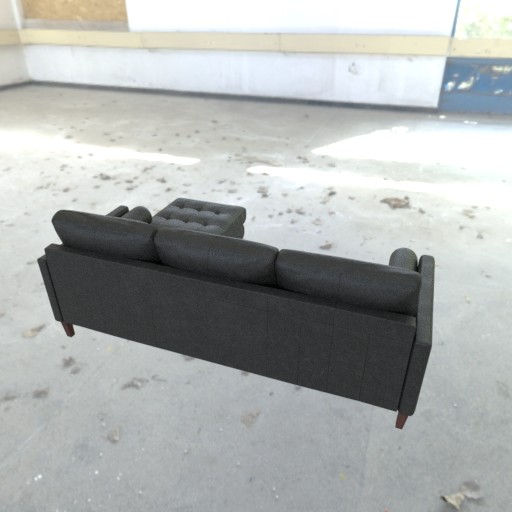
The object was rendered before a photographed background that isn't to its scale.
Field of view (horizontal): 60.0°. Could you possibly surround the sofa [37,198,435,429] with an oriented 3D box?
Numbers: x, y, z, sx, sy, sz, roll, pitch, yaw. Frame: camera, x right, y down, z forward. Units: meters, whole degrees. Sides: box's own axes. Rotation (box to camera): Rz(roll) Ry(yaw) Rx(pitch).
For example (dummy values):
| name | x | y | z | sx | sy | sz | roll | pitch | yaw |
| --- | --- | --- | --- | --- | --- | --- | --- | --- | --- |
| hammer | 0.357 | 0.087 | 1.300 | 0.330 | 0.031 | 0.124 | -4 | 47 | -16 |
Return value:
| name | x | y | z | sx | sy | sz | roll | pitch | yaw |
| --- | --- | --- | --- | --- | --- | --- | --- | --- | --- |
| sofa | 0.000 | 0.000 | 2.926 | 2.178 | 0.876 | 1.497 | 10 | 32 | 17 |
